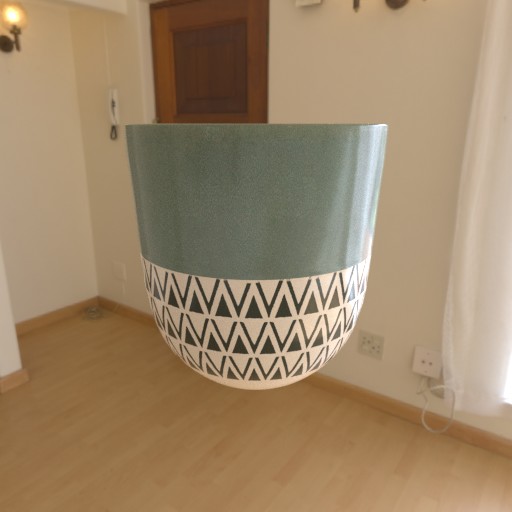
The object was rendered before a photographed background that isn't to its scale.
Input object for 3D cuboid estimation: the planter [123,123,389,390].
[{"bbox_3d":[0.000,0.000,0.375,0.198,0.214,0.198,0,17,0],"label":"planter"}]
